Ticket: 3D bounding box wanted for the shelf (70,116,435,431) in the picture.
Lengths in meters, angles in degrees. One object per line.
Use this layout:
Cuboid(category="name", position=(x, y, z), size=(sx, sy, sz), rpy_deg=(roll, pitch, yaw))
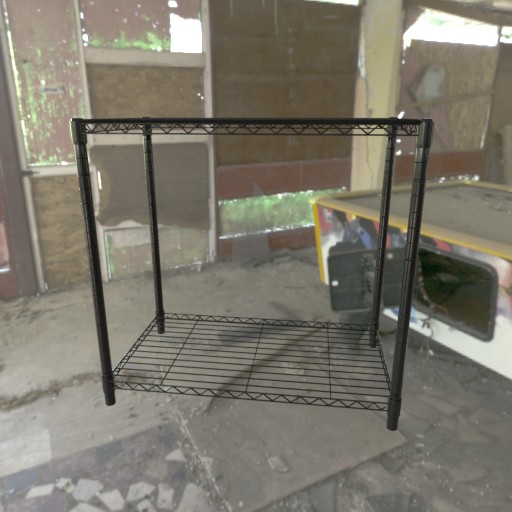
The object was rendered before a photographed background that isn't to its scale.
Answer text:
Cuboid(category="shelf", position=(0.000, 0.000, 0.944), size=(0.589, 0.564, 0.338), rpy_deg=(2, 18, 7))
